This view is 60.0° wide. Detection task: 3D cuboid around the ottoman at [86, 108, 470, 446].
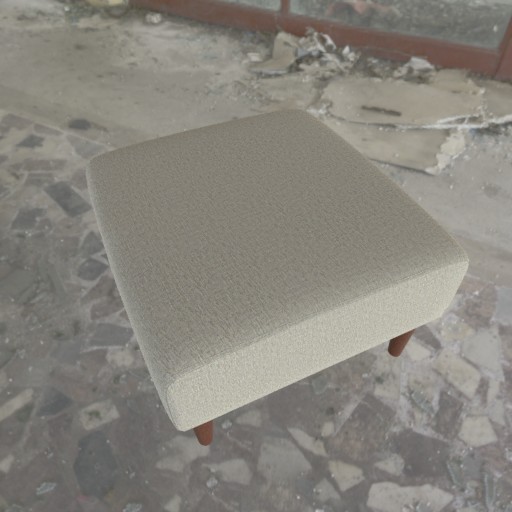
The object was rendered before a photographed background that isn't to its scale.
[{"bbox_3d":[0.000,0.000,1.068,0.648,0.399,0.655,-19,49,-17],"label":"ottoman"}]
